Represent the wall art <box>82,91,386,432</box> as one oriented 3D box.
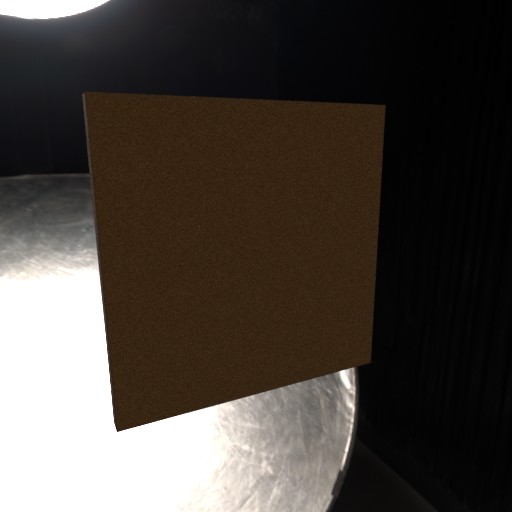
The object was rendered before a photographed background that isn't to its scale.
[{"bbox_3d":[0.000,0.000,0.906,0.611,0.608,0.042,-7,15,-26],"label":"wall art"}]
